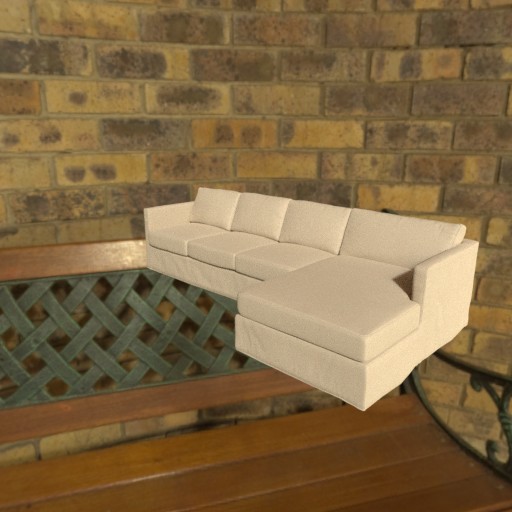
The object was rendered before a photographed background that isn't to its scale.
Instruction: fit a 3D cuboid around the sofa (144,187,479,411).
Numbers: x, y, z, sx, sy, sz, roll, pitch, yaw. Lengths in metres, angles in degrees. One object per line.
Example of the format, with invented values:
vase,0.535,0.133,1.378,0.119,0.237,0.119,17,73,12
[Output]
sofa,0.000,0.000,3.905,3.206,0.871,1.622,15,21,42
